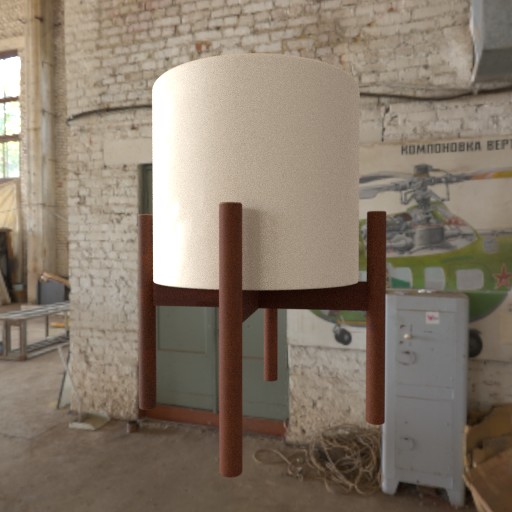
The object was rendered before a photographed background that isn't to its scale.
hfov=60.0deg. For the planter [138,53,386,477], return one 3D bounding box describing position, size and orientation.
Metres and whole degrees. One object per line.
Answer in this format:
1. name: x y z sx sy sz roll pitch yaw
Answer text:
1. planter: 0.000 0.000 0.496 0.224 0.358 0.224 -1 2 -36
